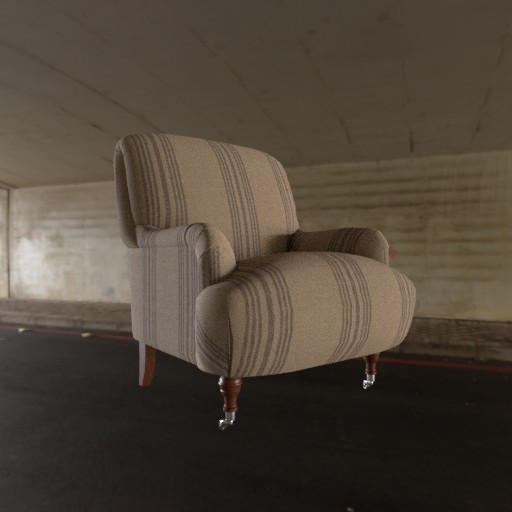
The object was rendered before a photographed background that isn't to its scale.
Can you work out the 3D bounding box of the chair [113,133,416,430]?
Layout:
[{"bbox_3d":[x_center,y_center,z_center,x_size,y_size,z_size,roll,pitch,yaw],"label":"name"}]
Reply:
[{"bbox_3d":[0.000,0.000,1.578,0.813,0.940,0.914,0,1,-37],"label":"chair"}]
